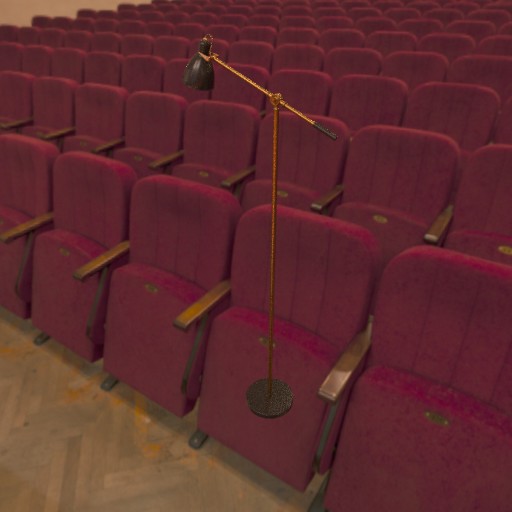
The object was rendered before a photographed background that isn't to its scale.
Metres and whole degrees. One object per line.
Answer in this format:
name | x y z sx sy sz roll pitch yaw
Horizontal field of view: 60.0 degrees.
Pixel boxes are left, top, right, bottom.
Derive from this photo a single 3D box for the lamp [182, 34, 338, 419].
lamp | 0.000 0.000 1.833 0.618 1.628 0.235 20 37 29
